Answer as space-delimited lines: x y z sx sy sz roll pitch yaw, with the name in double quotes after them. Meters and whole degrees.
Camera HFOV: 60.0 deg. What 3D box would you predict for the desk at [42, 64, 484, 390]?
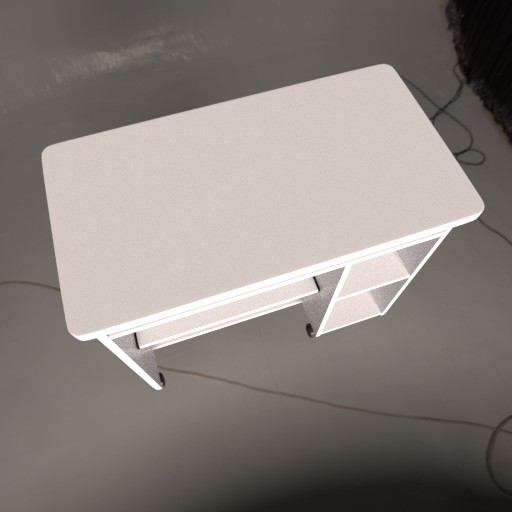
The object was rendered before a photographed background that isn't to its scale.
0.000 0.000 1.306 0.877 0.763 0.475 -17 65 -8 "desk"
